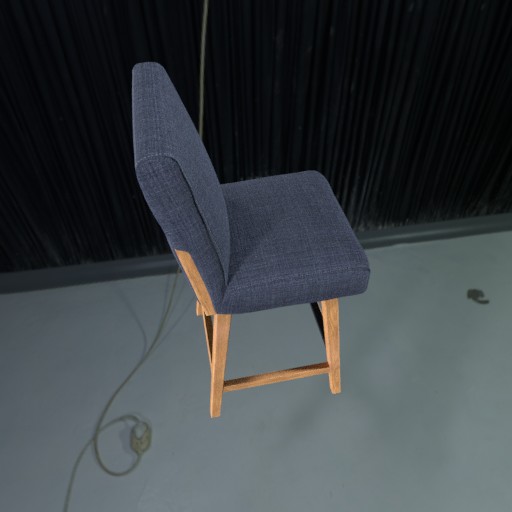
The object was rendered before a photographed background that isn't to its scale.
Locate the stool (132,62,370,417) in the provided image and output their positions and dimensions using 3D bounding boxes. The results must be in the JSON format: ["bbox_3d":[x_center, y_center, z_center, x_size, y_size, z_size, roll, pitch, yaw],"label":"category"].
[{"bbox_3d":[0.000,0.000,1.300,0.526,1.010,0.459,-8,47,-8],"label":"stool"}]
